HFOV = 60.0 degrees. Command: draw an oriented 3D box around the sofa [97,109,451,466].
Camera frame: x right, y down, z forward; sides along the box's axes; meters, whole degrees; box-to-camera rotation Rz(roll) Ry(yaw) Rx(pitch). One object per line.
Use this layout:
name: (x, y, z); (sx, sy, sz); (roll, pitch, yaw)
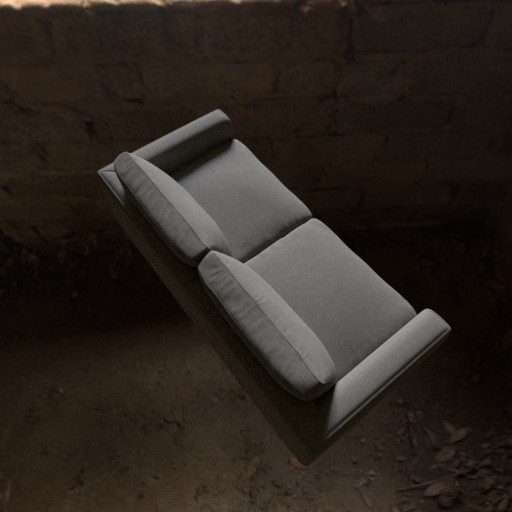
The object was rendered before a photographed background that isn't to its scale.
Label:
sofa: (0.000, 0.000, 2.856); (1.070, 0.801, 2.262); (-34, 65, -18)
